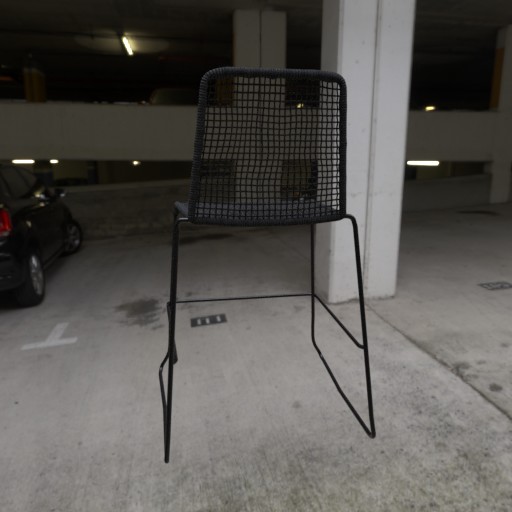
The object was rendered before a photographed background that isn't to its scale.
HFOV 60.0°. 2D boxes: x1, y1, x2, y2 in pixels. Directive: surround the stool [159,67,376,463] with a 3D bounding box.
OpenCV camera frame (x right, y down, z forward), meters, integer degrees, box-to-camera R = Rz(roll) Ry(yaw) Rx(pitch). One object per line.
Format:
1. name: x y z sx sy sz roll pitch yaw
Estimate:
1. stool: 0.000 0.000 1.246 0.590 0.905 0.509 -2 13 -10
